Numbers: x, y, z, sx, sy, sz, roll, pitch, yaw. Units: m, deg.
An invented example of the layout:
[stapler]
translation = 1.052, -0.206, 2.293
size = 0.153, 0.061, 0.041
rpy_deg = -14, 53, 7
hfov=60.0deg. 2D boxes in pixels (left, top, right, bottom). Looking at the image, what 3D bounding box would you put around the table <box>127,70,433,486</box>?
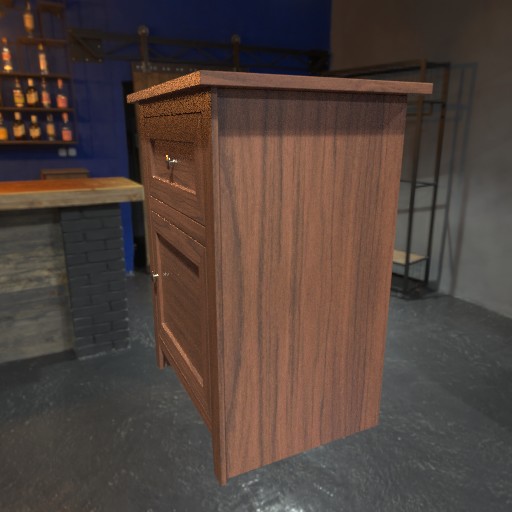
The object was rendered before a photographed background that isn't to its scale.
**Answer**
[table]
translation = 0.000, 0.000, 0.906
size = 0.381, 0.636, 0.480
rpy_deg = -8, 18, -25
